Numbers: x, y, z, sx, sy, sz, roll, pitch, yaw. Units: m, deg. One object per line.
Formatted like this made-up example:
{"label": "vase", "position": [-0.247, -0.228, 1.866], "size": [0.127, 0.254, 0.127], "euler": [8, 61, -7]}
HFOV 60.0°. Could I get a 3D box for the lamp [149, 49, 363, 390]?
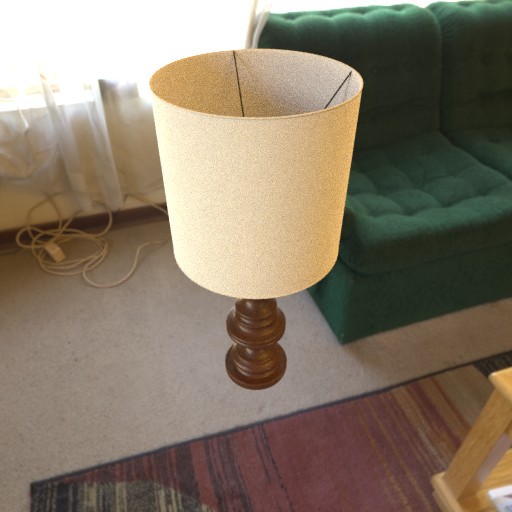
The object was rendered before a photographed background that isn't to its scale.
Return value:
{"label": "lamp", "position": [0.000, 0.000, 0.581], "size": [0.208, 0.455, 0.208], "euler": [-24, 45, -26]}
